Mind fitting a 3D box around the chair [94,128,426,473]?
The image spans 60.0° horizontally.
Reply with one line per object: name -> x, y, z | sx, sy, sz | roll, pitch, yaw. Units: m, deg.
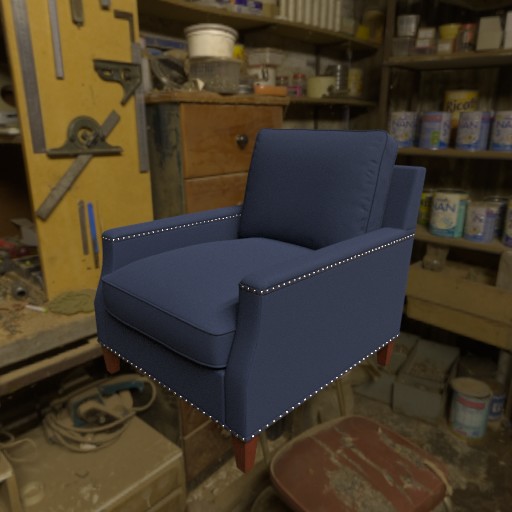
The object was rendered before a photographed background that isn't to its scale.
chair -> 0.000, 0.000, 1.717 | 0.853, 0.943, 1.014 | 16, 23, 42
